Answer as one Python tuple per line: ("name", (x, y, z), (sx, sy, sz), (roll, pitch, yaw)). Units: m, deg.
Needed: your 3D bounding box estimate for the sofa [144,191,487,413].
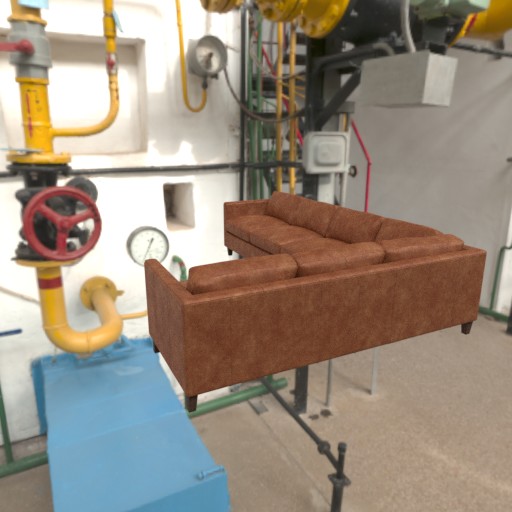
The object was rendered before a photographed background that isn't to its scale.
("sofa", (0.000, 0.000, 4.300), (2.438, 0.838, 3.167), (-8, 17, -25))
